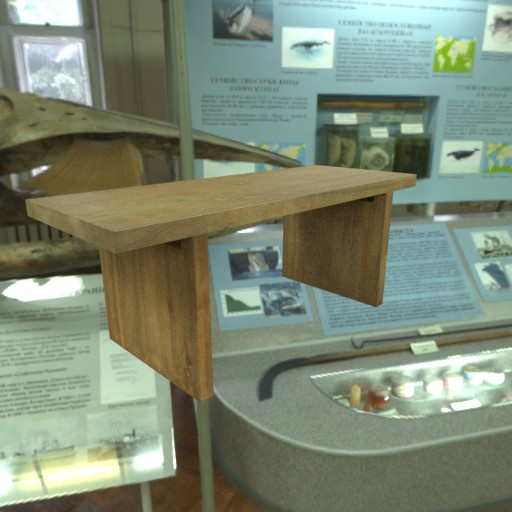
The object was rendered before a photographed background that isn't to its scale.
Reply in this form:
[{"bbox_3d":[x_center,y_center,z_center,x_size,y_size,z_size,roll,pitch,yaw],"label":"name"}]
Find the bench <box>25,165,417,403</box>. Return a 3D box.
[{"bbox_3d":[0.000,0.000,1.428,1.183,0.458,0.458,-17,24,-42],"label":"bench"}]
